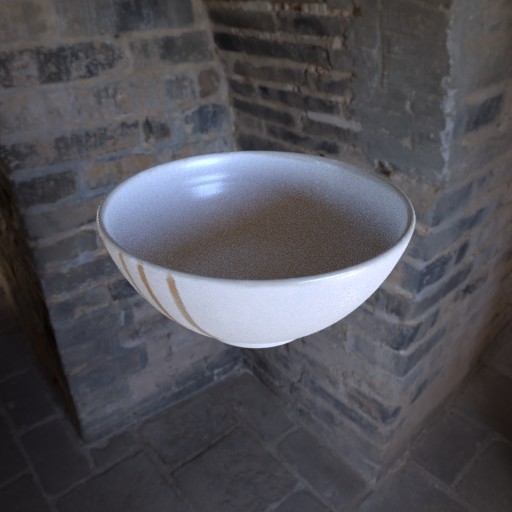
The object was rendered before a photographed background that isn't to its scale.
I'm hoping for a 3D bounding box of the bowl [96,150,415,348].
[{"bbox_3d":[0.000,0.000,0.419,0.268,0.121,0.268,0,31,0],"label":"bowl"}]
